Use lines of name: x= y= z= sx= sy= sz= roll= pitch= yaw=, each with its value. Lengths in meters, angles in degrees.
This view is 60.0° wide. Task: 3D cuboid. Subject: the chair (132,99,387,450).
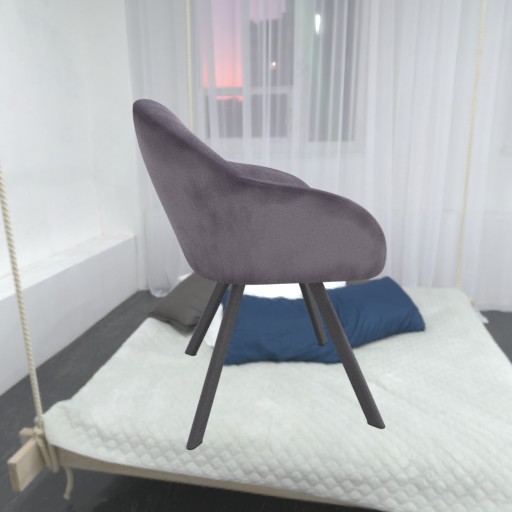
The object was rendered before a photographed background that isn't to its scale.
chair: x=0.000 y=0.000 z=1.197 sx=0.590 sy=0.795 sz=0.550 roll=-3 pitch=16 yaw=-9
